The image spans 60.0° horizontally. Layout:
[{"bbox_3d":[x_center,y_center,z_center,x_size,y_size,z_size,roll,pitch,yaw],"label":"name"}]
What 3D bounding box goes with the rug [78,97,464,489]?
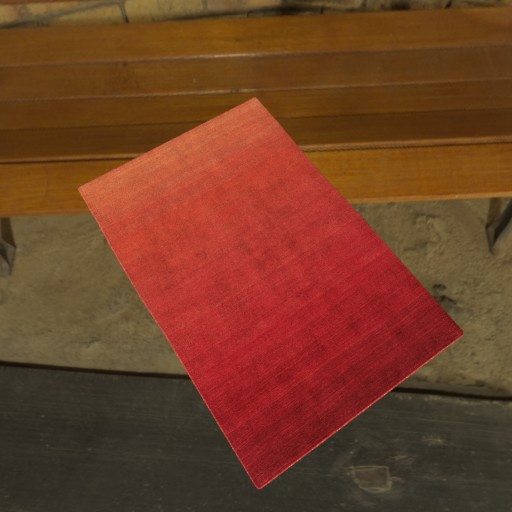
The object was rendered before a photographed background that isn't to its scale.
[{"bbox_3d":[0.000,0.000,2.341,1.230,0.018,1.835,-32,69,-13],"label":"rug"}]
